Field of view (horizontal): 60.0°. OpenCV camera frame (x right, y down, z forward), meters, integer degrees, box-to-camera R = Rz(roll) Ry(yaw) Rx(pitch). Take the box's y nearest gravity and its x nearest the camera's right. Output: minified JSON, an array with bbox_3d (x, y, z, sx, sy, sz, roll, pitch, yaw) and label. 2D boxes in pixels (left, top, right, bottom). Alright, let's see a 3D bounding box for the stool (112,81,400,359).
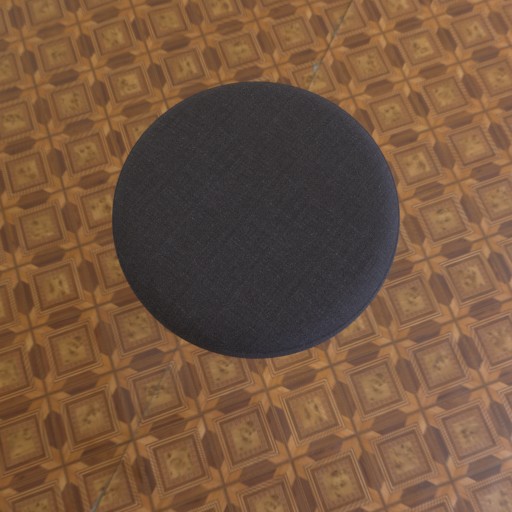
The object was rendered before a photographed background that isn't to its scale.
[{"bbox_3d":[0.000,0.000,0.936,0.449,0.655,0.449,0,76,0],"label":"stool"}]
